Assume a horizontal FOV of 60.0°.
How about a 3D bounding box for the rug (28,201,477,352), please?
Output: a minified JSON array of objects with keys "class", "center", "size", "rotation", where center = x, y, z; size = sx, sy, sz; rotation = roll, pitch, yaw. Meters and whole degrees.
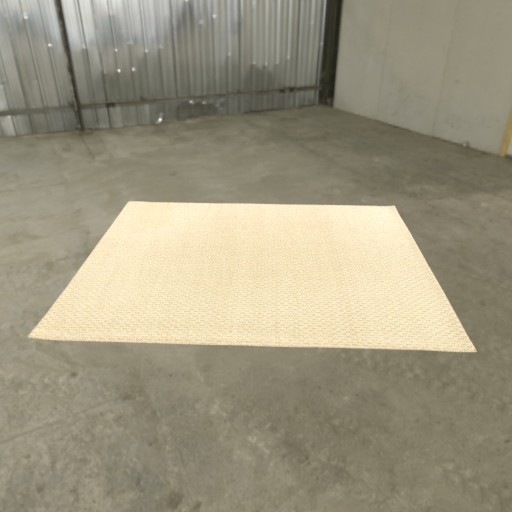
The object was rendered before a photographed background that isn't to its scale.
[{"class":"rug","center":[0.000,0.000,3.829],"size":[2.897,0.035,2.277],"rotation":[1,30,2]}]
